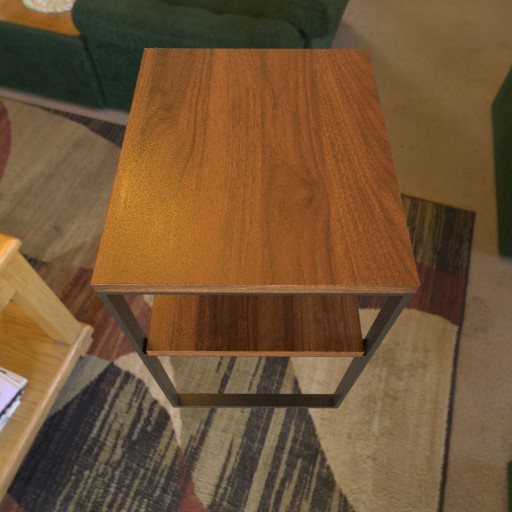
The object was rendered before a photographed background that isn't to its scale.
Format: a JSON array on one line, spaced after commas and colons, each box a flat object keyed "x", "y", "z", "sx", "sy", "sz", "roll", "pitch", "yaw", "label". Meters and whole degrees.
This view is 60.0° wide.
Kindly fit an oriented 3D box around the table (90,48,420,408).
[{"x": 0.000, "y": 0.000, "z": 1.535, "sx": 0.660, "sy": 1.041, "sz": 0.786, "roll": 0, "pitch": 58, "yaw": 0, "label": "table"}]
